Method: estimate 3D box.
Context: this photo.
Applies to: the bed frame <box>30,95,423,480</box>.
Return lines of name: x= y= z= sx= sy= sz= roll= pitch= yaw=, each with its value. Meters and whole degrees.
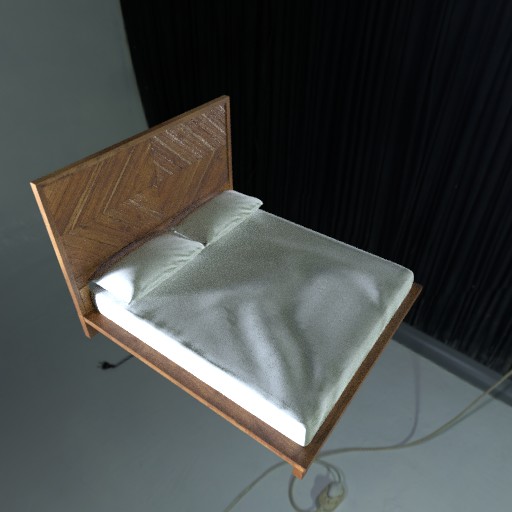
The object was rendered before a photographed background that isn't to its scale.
bed frame: x=0.000 y=0.000 z=3.557 sx=2.235 sy=1.537 sz=2.038 roll=25 pitch=45 yaw=27
